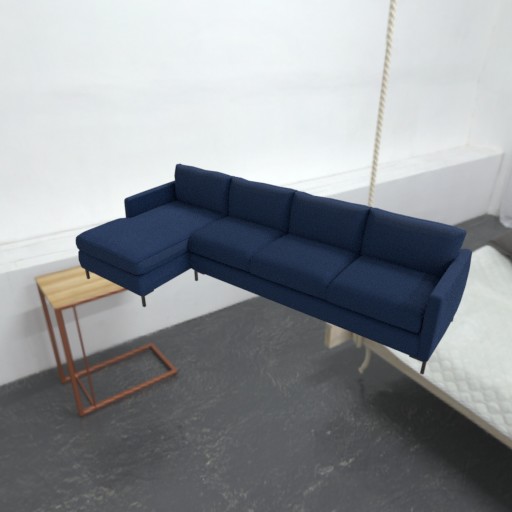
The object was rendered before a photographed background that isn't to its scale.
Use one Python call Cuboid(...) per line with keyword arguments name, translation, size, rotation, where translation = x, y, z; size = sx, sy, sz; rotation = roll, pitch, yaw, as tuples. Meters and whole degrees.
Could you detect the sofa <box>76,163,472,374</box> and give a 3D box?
Cuboid(name="sofa", translation=(0.000, 0.000, 2.949), size=(2.450, 0.679, 1.128), rotation=(19, 33, 31))
